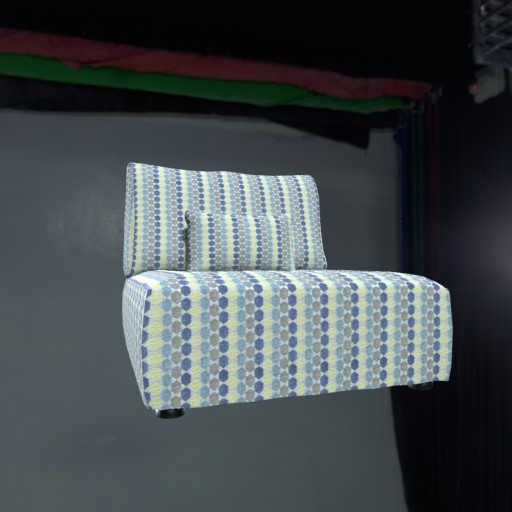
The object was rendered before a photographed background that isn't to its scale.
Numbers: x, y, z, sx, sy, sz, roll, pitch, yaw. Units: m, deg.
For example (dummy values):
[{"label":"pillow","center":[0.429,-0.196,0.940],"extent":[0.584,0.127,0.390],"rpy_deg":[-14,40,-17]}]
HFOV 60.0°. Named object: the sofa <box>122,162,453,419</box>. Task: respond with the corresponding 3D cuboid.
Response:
[{"label":"sofa","center":[0.000,0.000,1.680],"extent":[0.930,0.830,1.000],"rpy_deg":[0,-1,-19]}]
